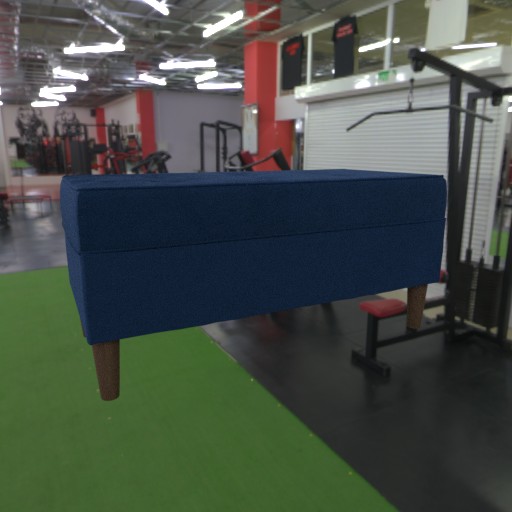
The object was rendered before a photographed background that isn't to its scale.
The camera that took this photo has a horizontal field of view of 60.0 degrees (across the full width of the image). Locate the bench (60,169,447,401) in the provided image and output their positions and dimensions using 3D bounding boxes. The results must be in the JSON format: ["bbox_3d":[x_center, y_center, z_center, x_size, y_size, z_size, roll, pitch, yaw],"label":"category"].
[{"bbox_3d":[0.000,0.000,1.297,1.010,0.467,0.489,-7,15,-26],"label":"bench"}]
